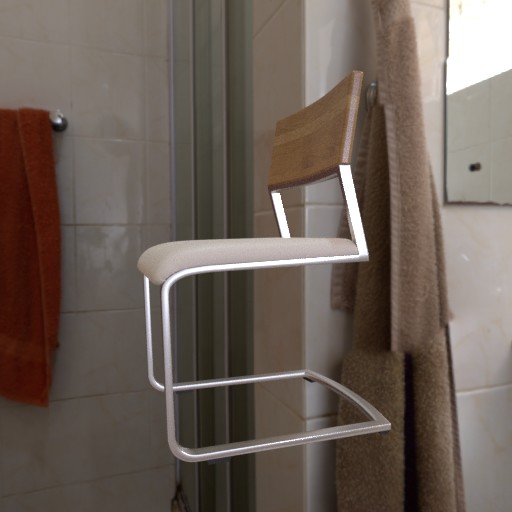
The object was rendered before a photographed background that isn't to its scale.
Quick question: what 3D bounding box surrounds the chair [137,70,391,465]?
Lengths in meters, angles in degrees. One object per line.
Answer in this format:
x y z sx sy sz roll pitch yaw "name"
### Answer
0.000 0.000 1.174 0.585 0.844 0.467 -1 3 -19 "chair"
